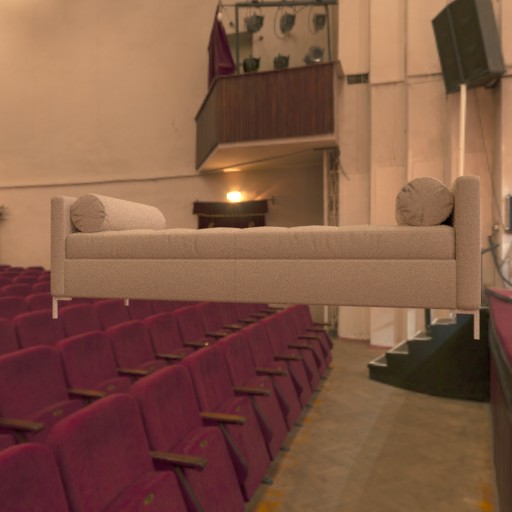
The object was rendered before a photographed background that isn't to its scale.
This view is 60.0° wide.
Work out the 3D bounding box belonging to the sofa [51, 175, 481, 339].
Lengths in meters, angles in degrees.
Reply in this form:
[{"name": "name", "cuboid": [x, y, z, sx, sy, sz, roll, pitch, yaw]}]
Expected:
[{"name": "sofa", "cuboid": [0.000, 0.000, 2.279, 1.981, 0.635, 0.686, 0, 0, 17]}]
